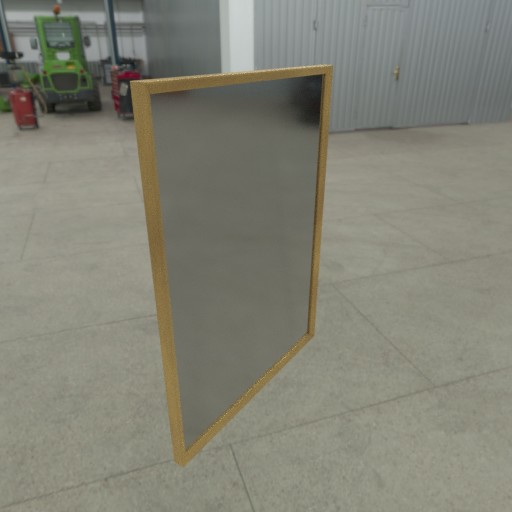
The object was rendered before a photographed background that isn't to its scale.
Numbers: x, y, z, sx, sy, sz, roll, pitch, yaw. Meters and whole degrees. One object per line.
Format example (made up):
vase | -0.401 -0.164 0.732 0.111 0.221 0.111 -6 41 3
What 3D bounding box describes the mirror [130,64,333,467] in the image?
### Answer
mirror | 0.000 0.000 1.317 0.041 1.016 0.762 17 31 32
